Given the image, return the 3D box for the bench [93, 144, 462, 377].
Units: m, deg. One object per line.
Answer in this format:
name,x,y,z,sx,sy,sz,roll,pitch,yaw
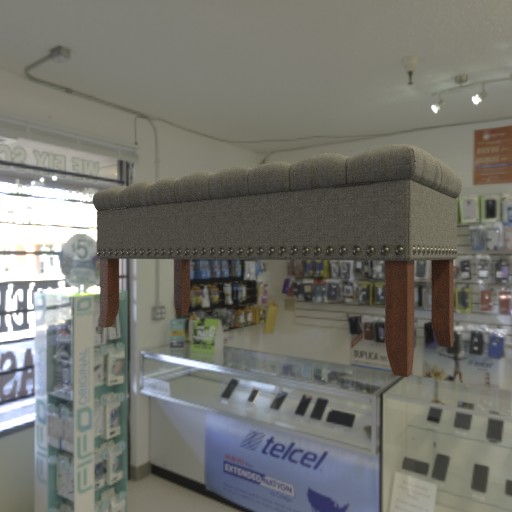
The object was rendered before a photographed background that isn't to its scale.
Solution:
bench,0.000,0.000,1.314,1.052,0.470,0.417,0,0,37
